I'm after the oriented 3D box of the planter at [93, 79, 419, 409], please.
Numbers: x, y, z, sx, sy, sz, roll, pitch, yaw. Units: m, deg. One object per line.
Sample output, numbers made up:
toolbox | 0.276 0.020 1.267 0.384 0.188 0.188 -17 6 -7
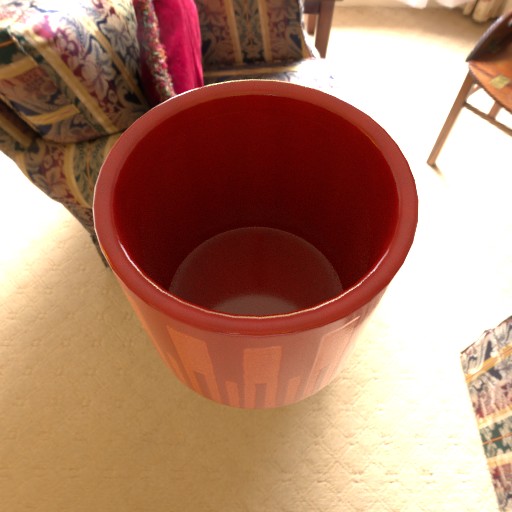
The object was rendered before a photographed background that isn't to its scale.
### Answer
planter | 0.000 0.000 0.400 0.230 0.202 0.230 0 59 0
